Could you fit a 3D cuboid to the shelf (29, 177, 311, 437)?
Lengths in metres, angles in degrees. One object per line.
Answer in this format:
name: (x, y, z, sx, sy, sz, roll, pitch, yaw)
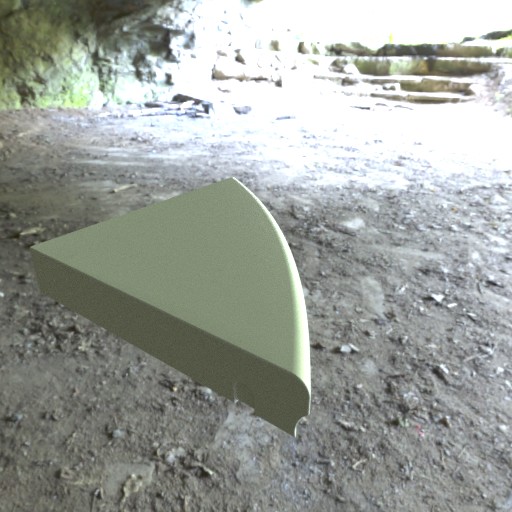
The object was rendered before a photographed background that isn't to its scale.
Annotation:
shelf: (0.000, 0.000, 0.460, 0.310, 0.050, 0.310, 18, 32, 32)
